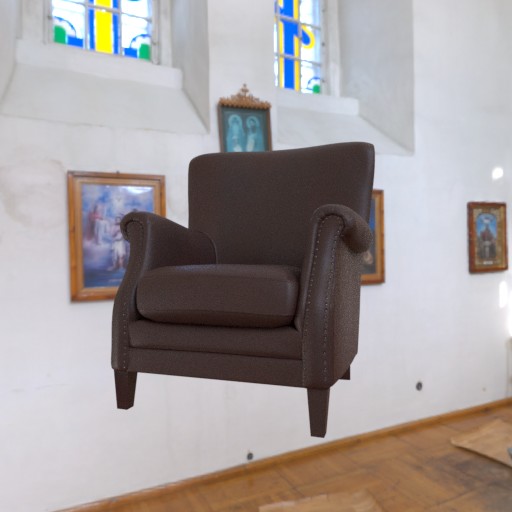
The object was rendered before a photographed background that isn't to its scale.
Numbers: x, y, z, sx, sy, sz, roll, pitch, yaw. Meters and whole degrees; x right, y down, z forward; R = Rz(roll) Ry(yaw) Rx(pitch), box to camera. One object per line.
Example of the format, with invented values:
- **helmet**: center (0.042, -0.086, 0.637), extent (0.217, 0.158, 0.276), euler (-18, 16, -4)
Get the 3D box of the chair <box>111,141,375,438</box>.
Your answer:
- **chair**: center (0.000, 0.000, 1.365), extent (0.700, 0.800, 0.746), euler (0, 0, 18)
